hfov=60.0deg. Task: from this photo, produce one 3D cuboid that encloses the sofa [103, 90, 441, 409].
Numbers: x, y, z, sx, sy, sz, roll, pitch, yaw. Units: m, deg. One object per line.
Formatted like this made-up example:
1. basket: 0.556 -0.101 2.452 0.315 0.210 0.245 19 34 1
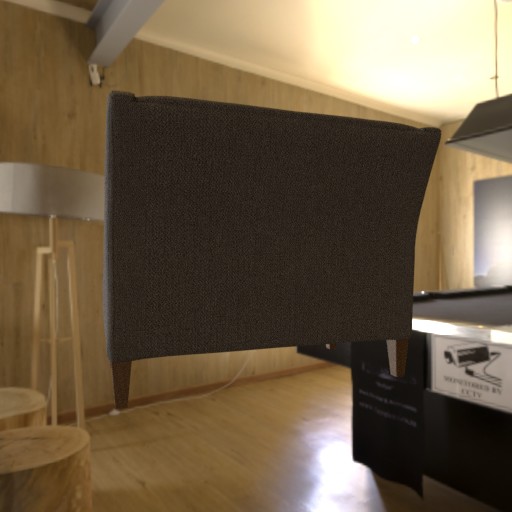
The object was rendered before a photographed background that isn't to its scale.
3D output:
1. sofa: 0.000 0.000 1.900 1.242 1.022 0.873 0 1 -20
